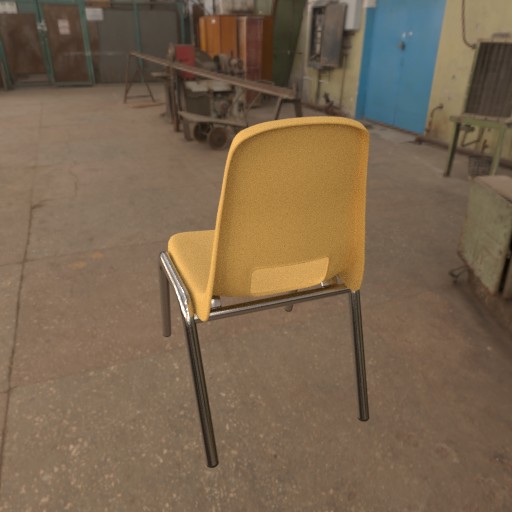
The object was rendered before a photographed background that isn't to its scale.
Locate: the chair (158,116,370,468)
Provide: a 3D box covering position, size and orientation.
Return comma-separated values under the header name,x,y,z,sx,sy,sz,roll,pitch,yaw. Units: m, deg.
name,x,y,z,sx,sy,sz,roll,pitch,yaw
chair,0.000,0.000,0.865,0.354,0.586,0.423,-9,29,-17
